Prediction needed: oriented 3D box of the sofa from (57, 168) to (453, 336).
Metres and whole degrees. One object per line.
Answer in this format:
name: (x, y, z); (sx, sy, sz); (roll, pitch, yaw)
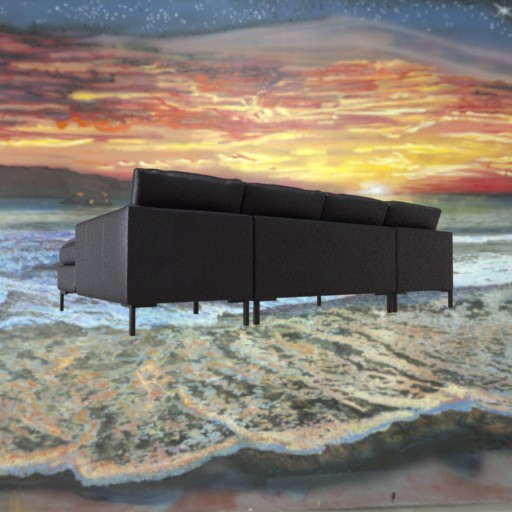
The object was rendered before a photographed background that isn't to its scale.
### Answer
sofa: (0.000, 0.000, 3.830); (2.956, 0.900, 1.939); (1, -2, -35)
